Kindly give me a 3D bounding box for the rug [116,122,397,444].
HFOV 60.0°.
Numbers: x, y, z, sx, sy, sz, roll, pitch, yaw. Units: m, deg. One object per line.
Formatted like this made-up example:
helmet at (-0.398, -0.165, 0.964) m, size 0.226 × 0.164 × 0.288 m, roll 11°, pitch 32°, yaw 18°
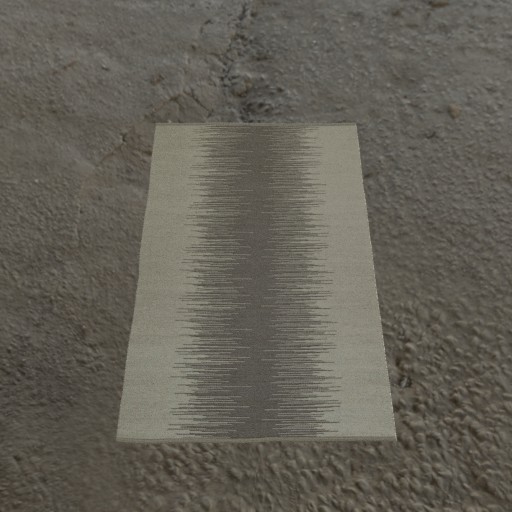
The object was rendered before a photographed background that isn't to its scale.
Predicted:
rug at (0.000, 0.000, 2.322) m, size 1.226 × 0.007 × 1.815 m, roll 0°, pitch 64°, yaw 0°
